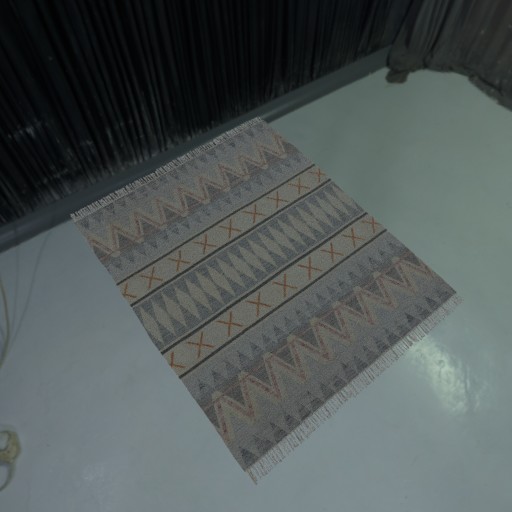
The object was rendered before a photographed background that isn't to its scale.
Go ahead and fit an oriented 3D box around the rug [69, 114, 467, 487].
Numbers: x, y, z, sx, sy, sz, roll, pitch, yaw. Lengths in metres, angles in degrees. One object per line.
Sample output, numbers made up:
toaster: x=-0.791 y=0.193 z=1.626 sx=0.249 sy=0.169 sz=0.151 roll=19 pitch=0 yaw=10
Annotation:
rug: x=0.000 y=0.000 z=4.097 sx=2.371 sy=0.012 sz=3.000 roll=-33 pitch=64 yaw=-19
